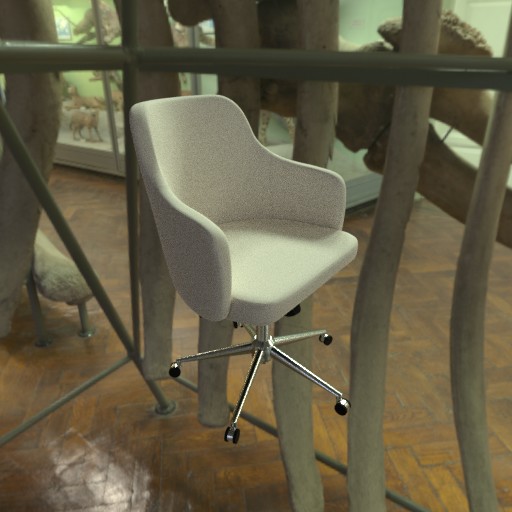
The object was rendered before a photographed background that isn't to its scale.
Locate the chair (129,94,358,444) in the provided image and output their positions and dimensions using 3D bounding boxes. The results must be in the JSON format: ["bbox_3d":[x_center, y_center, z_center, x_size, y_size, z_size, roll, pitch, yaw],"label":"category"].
[{"bbox_3d":[0.000,0.000,1.259,0.647,0.819,0.602,17,30,32],"label":"chair"}]
